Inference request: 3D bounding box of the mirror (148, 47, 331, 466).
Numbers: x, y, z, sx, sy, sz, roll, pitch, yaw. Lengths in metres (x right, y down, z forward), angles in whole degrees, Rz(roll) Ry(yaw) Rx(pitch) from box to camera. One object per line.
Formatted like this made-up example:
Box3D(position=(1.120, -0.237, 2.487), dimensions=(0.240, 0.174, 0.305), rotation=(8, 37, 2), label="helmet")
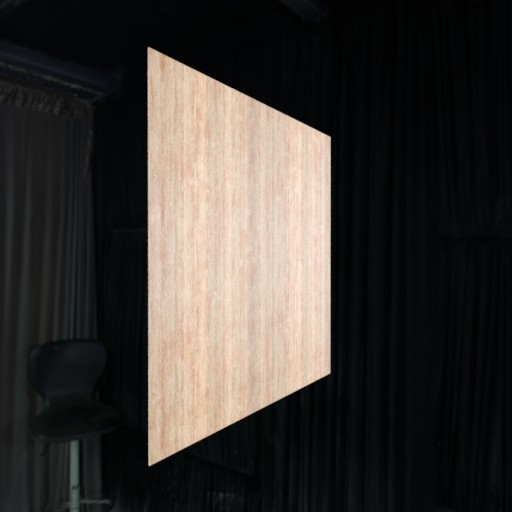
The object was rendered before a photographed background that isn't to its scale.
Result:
Box3D(position=(0.000, 0.000, 0.968), dimensions=(0.047, 0.651, 0.651), rotation=(0, 0, 35), label="mirror")
